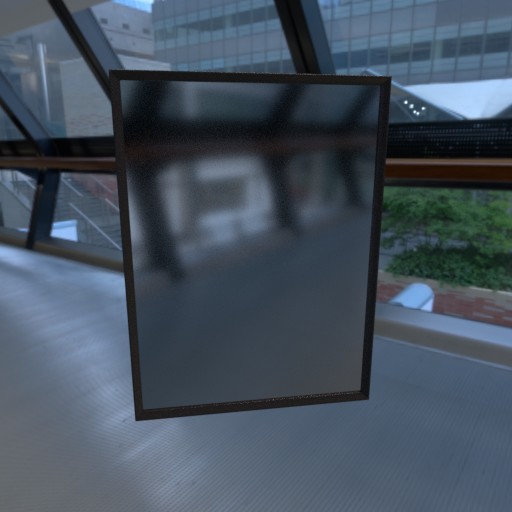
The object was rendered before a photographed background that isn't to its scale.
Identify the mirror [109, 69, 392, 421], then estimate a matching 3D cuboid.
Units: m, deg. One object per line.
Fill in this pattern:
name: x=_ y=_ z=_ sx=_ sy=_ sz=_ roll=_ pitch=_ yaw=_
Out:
mirror: x=0.000 y=0.000 z=1.323 sx=0.762 sy=1.016 sz=0.041 roll=-2 pitch=14 yaw=-9
